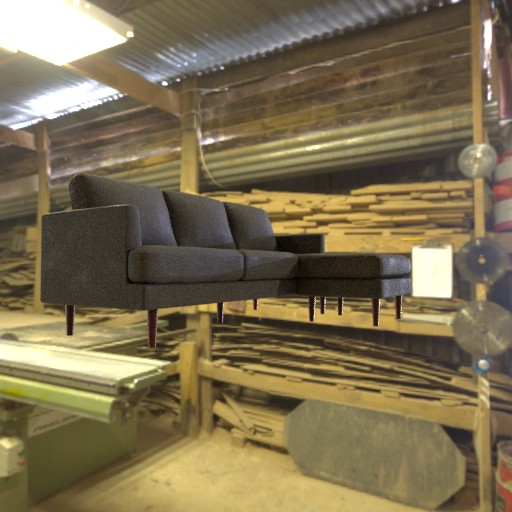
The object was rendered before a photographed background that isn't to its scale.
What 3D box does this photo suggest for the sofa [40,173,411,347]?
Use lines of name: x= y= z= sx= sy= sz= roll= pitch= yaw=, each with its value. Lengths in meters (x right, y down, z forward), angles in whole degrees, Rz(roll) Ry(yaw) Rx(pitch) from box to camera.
sofa: x=0.000 y=0.000 z=3.036 sx=1.504 sy=0.956 sz=2.233 roll=-1 pitch=-2 yaw=34
